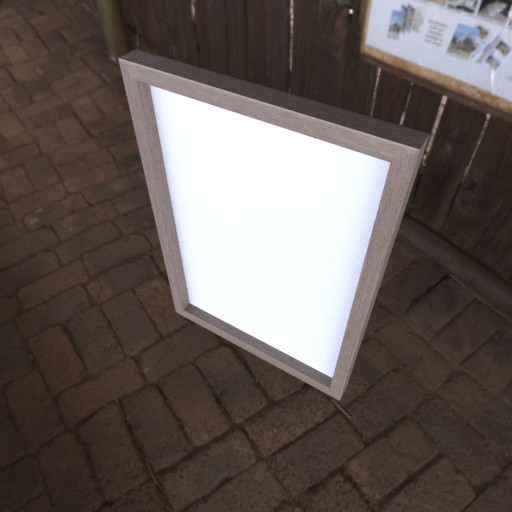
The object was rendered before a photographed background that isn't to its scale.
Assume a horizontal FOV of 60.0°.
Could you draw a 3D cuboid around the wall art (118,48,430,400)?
[{"bbox_3d":[0.000,0.000,0.651,0.358,0.510,0.032,24,52,21],"label":"wall art"}]
